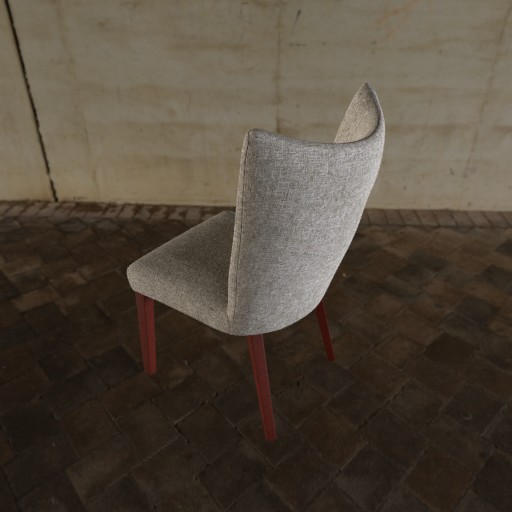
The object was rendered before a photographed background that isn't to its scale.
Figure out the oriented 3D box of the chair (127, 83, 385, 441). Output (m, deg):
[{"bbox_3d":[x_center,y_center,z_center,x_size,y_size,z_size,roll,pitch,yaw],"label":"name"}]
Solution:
[{"bbox_3d":[0.000,0.000,1.304,0.623,0.924,0.535,20,37,29],"label":"chair"}]
